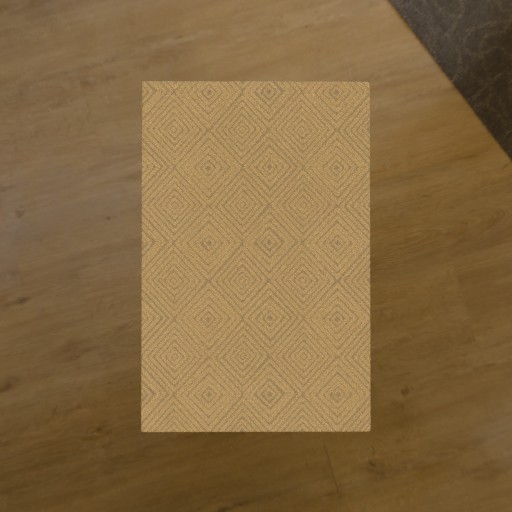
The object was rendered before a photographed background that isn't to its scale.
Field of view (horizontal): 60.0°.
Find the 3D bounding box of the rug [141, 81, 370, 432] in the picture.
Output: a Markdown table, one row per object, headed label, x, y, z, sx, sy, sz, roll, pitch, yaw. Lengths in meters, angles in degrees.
| label | x | y | z | sx | sy | sz | roll | pitch | yaw |
| --- | --- | --- | --- | --- | --- | --- | --- | --- | --- |
| rug | 0.000 | 0.000 | 2.223 | 1.143 | 0.008 | 1.753 | 0 | 89 | 0 |
